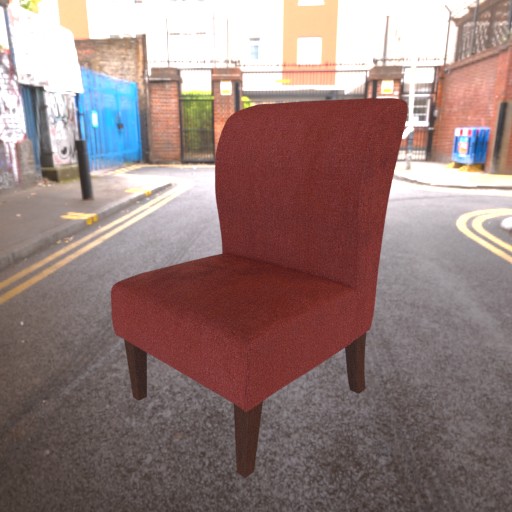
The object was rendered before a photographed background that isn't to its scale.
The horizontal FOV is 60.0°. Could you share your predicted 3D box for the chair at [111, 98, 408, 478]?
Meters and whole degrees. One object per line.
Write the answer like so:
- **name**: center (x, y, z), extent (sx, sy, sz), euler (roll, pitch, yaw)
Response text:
- **chair**: center (0.000, 0.000, 1.239), extent (0.538, 0.846, 0.640), euler (15, 22, 42)
